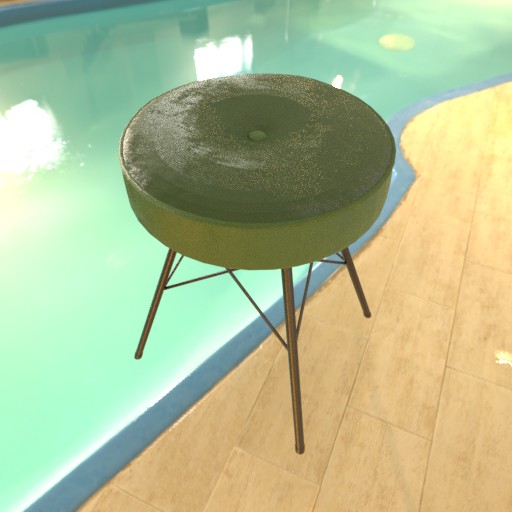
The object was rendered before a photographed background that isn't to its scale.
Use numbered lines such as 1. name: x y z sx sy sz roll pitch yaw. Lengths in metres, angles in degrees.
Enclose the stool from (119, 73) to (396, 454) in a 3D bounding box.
1. stool: 0.000 0.000 0.897 0.457 0.595 0.430 23 51 20
